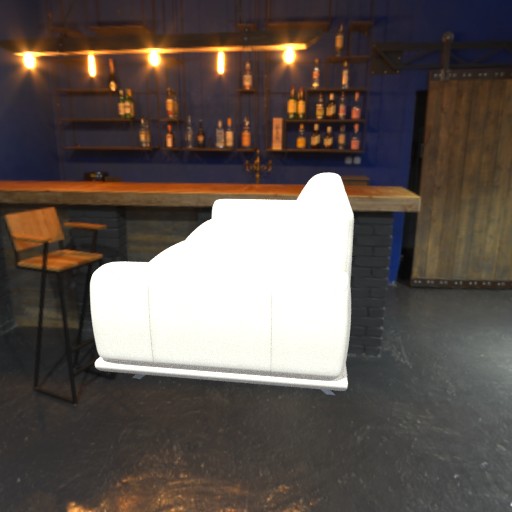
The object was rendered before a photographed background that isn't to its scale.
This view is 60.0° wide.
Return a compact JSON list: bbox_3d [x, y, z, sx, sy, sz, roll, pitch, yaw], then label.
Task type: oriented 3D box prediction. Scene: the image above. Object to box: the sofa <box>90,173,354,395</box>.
[{"bbox_3d":[0.000,0.000,2.345,0.900,0.772,1.901,2,15,9],"label":"sofa"}]
